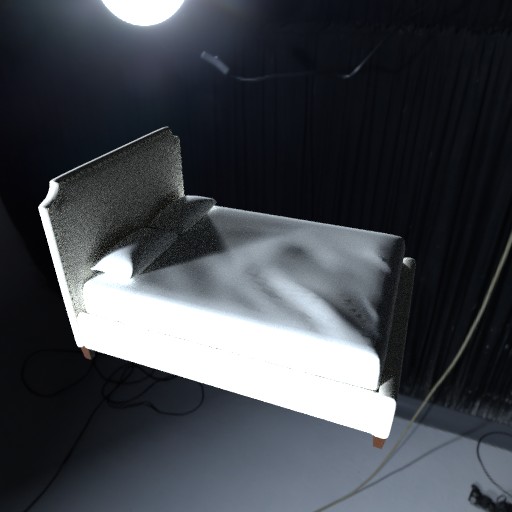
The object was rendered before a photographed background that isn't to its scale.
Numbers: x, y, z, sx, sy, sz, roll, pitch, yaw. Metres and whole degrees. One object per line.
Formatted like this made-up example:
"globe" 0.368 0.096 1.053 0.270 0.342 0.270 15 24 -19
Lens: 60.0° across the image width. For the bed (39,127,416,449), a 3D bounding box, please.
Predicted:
"bed" 0.000 0.000 3.424 2.365 1.443 1.712 11 32 18
